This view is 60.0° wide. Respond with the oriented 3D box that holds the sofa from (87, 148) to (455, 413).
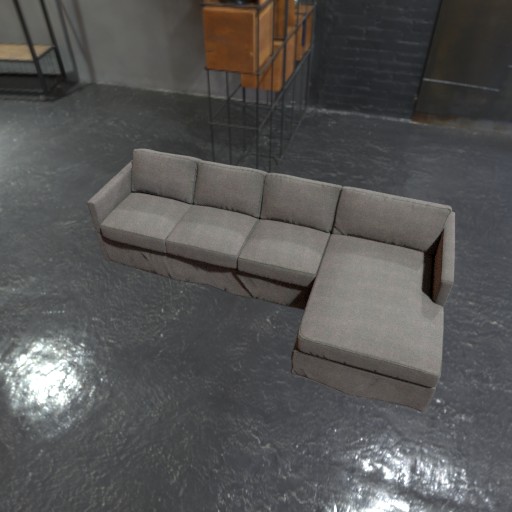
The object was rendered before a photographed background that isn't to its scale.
[{"bbox_3d":[0.000,0.000,3.883,3.205,0.922,1.650,13,43,14],"label":"sofa"}]
